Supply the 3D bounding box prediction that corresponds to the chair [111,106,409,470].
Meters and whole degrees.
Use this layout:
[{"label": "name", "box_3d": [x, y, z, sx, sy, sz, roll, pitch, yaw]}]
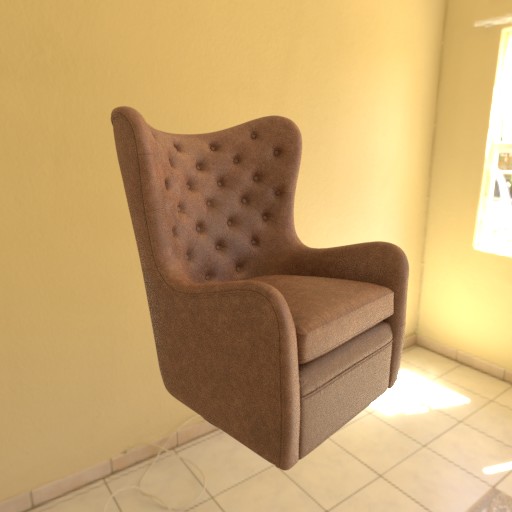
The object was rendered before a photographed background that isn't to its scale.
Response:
[{"label": "chair", "box_3d": [0.000, 0.000, 1.704, 0.930, 1.079, 0.831, 14, 20, 42]}]
